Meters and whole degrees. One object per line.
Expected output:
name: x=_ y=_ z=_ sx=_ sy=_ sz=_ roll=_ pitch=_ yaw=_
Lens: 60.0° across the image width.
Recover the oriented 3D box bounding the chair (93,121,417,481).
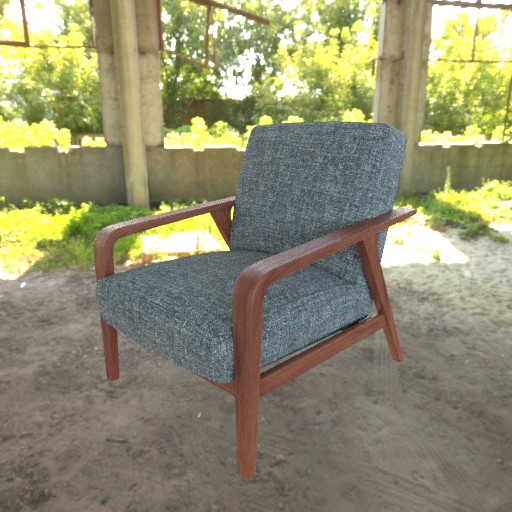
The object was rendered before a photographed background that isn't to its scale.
chair: x=0.000 y=0.000 z=1.469 sx=0.719 sy=0.864 sz=0.889 roll=14 pitch=21 yaw=42
